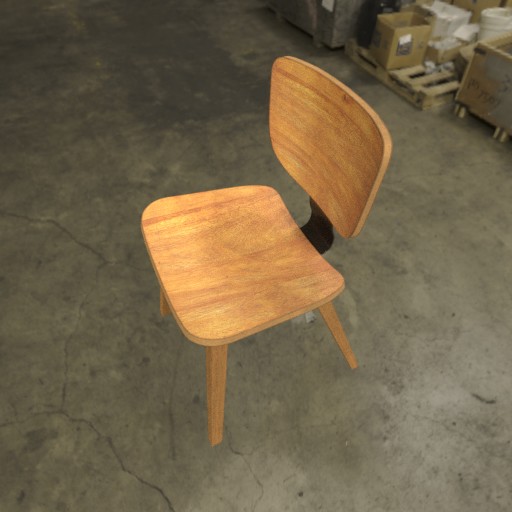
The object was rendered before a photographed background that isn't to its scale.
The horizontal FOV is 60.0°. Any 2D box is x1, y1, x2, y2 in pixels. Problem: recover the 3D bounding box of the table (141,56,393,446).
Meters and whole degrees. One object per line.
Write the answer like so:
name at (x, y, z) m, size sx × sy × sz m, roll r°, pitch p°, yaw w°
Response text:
table at (0.000, 0.000, 1.126) m, size 0.500 × 0.805 × 0.499 m, roll -19°, pitch 50°, yaw -16°
